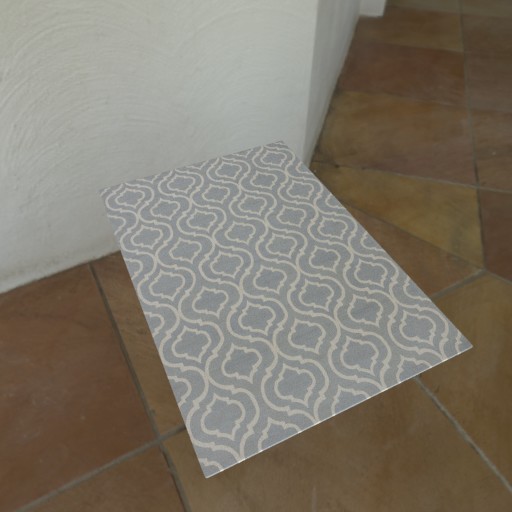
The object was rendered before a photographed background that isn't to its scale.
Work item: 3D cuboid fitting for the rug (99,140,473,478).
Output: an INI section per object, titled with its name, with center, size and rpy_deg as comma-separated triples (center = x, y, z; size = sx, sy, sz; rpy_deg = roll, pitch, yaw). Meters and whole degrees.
[rug]
center = 0.000, 0.000, 2.673
size = 1.451, 0.010, 2.080
rpy_deg = -19, 50, -17
